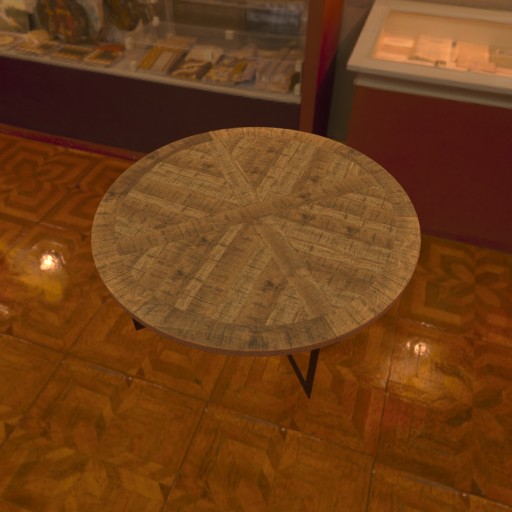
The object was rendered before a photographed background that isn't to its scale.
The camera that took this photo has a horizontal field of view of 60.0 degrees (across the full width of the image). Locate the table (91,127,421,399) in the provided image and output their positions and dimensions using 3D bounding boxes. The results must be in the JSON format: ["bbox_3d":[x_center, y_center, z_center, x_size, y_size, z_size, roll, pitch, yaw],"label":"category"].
[{"bbox_3d":[0.000,0.000,1.938,1.264,0.516,1.264,0,47,0],"label":"table"}]
